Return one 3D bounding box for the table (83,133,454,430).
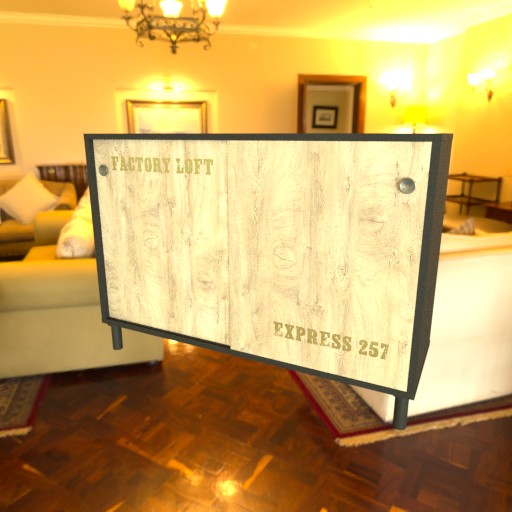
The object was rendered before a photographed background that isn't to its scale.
[{"bbox_3d":[0.000,0.000,1.605,1.200,0.855,0.400,8,17,26],"label":"table"}]
